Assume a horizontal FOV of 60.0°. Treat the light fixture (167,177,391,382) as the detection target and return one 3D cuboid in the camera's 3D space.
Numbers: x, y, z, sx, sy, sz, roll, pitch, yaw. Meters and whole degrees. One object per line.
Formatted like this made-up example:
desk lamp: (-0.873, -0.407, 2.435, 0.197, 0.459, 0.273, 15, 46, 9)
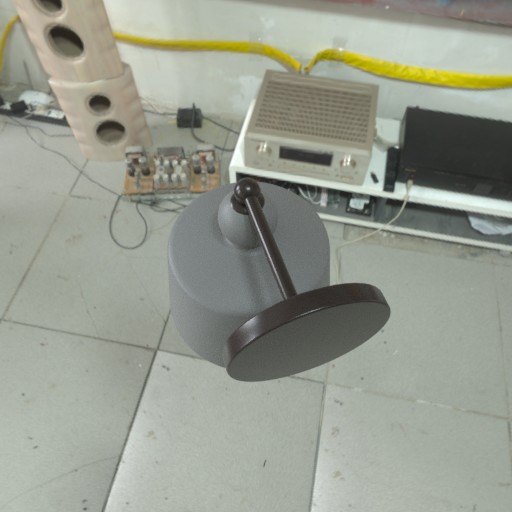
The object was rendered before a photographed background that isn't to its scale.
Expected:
light fixture: (0.000, 0.000, 0.445, 0.204, 0.268, 0.254, -15, 60, -9)
